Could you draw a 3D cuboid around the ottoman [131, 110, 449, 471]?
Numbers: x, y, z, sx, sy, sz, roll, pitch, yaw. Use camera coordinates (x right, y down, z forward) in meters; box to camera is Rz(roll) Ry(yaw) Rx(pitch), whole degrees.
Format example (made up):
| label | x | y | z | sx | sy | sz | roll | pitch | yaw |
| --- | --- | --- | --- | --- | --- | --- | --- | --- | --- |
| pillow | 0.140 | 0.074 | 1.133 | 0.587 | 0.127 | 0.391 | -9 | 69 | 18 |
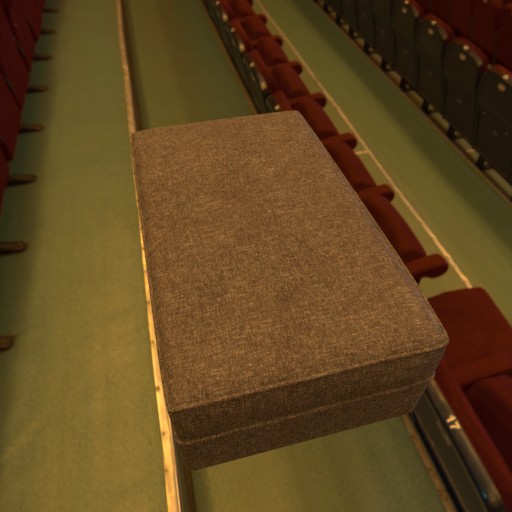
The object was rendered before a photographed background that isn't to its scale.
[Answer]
| label | x | y | z | sx | sy | sz | roll | pitch | yaw |
| --- | --- | --- | --- | --- | --- | --- | --- | --- | --- |
| ottoman | 0.000 | 0.000 | 1.524 | 0.717 | 0.487 | 1.184 | -11 | 48 | -10 |
